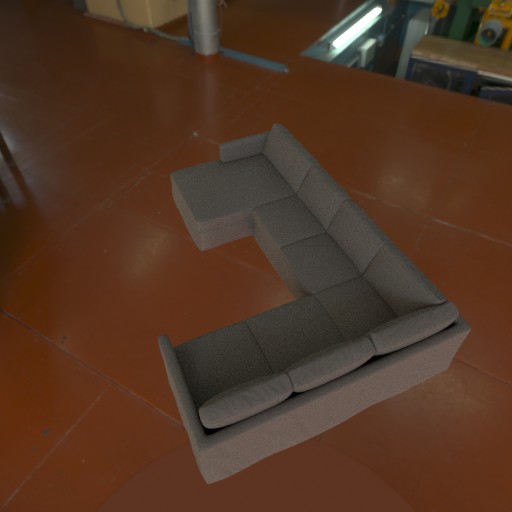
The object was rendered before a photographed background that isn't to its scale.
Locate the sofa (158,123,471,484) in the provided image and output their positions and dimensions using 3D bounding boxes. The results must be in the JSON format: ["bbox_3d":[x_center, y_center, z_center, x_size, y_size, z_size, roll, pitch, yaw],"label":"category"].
[{"bbox_3d":[0.000,0.000,4.611,2.476,0.878,3.528,-19,50,-17],"label":"sofa"}]
